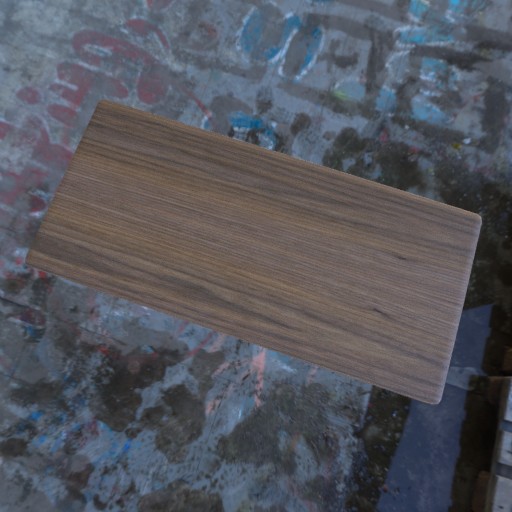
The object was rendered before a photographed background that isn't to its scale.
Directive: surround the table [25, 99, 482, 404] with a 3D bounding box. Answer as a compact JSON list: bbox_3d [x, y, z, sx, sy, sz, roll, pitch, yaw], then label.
[{"bbox_3d":[0.000,0.000,1.672,1.375,0.468,0.637,18,77,4],"label":"table"}]
